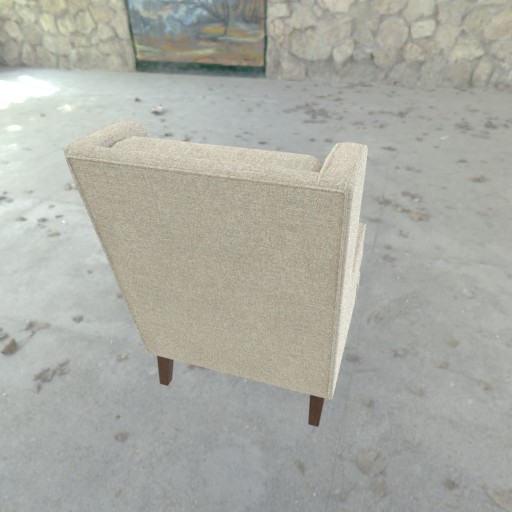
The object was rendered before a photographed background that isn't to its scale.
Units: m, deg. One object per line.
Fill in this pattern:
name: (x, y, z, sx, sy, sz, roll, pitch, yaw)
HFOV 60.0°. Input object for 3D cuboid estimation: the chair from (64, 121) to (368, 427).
chair: (0.000, 0.000, 1.707, 0.764, 1.082, 0.948, 10, 33, 16)
